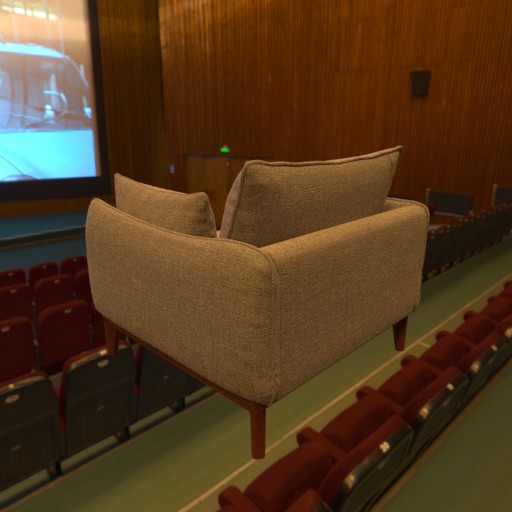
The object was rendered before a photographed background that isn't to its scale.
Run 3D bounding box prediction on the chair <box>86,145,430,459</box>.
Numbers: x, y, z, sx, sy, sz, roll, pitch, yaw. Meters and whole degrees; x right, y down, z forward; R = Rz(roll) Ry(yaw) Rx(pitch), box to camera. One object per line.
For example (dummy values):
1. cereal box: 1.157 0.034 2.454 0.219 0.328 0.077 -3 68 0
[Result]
1. chair: 0.000 0.000 1.736 0.976 0.839 0.993 16 23 42
